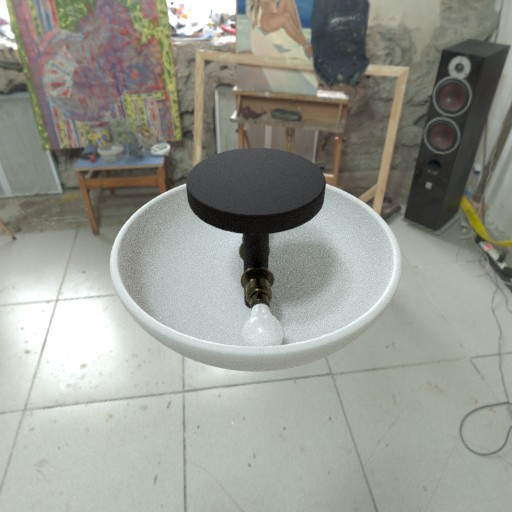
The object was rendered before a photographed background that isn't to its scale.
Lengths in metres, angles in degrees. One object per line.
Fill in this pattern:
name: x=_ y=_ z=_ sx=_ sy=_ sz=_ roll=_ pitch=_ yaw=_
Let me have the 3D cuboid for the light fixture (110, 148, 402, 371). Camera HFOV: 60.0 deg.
light fixture: x=0.000 y=0.000 z=0.531 sx=0.331 sy=0.212 sz=0.331 roll=0 pitch=39 yaw=0
